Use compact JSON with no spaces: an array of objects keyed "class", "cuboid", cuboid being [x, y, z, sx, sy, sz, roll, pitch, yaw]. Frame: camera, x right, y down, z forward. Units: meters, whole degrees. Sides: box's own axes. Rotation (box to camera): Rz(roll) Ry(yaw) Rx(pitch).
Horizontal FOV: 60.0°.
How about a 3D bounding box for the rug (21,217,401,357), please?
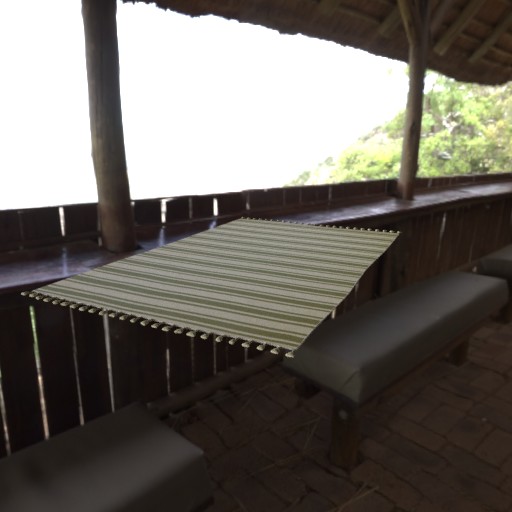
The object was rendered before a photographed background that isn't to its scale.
[{"class":"rug","cuboid":[0.000,0.000,2.304,1.162,0.013,1.875,8,17,26]}]
